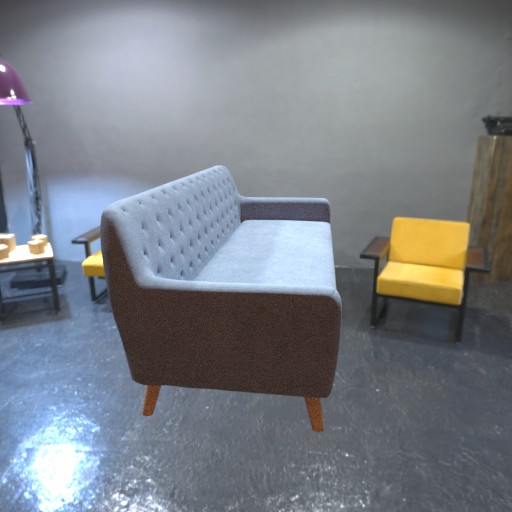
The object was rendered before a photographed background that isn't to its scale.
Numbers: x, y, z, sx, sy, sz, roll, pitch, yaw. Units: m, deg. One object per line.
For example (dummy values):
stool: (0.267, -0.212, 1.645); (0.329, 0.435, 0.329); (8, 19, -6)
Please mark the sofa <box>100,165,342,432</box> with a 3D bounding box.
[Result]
sofa: (0.000, 0.000, 2.401); (0.830, 0.830, 1.970); (2, 16, 8)
